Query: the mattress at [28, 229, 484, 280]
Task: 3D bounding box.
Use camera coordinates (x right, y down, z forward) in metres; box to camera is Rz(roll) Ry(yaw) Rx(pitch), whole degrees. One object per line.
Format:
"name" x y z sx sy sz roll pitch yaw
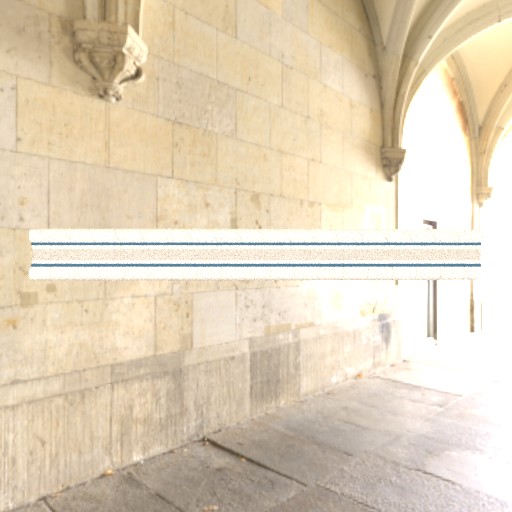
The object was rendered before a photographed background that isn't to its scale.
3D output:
"mattress" 0.000 0.000 2.737 2.000 0.230 1.600 0 0 0
